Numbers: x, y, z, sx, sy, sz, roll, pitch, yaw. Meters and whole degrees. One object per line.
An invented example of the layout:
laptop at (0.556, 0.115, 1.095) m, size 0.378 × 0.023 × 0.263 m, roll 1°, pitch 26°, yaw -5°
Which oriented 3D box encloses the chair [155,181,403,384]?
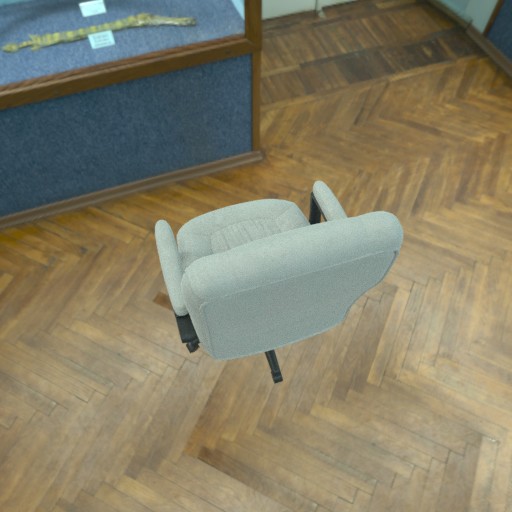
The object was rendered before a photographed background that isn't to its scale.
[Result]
chair at (0.000, 0.000, 1.552) m, size 0.667 × 1.105 × 0.724 m, roll -15°, pitch 60°, yaw -9°
